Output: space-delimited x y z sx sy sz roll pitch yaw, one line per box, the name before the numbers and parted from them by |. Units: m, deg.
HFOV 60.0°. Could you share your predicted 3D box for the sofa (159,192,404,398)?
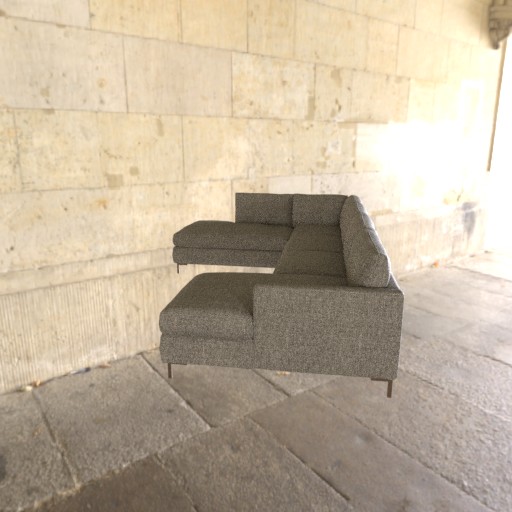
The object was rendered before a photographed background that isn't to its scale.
sofa | 0.000 0.000 3.578 1.879 0.756 2.737 2 15 9
